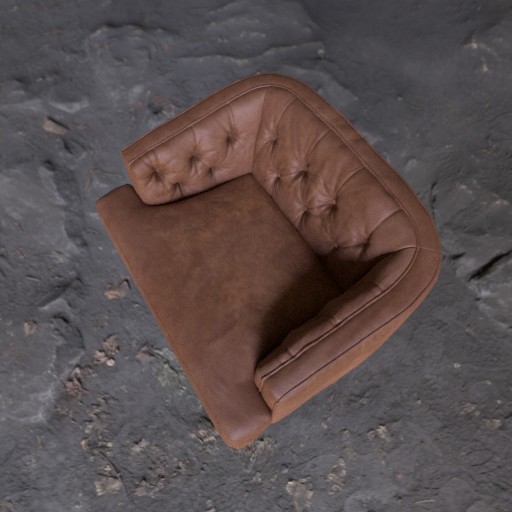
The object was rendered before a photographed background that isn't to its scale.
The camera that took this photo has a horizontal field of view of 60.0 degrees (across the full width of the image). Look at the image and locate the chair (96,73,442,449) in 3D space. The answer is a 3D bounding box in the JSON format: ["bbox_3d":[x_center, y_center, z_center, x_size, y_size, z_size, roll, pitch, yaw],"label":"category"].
[{"bbox_3d":[0.000,0.000,1.758,0.911,0.836,1.119,-29,66,-14],"label":"chair"}]
